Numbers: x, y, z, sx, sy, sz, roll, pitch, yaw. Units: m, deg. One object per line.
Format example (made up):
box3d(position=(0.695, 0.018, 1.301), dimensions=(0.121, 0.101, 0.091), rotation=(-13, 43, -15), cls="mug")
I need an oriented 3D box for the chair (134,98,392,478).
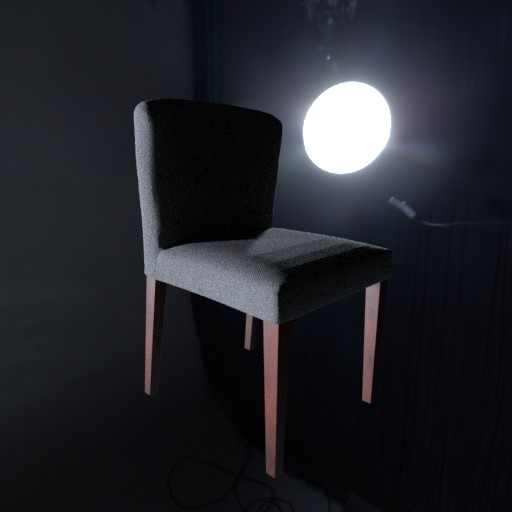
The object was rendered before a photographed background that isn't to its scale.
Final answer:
box3d(position=(0.000, 0.000, 1.203), dimensions=(0.589, 0.839, 0.491), rotation=(13, 19, 42), cls="chair")
